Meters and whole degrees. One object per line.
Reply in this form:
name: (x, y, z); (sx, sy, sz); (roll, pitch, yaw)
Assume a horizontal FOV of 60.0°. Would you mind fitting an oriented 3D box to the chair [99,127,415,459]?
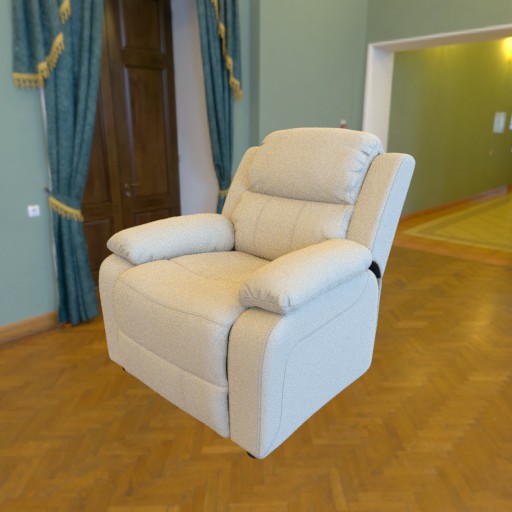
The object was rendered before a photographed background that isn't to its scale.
chair: (0.000, 0.000, 1.269); (0.680, 0.702, 0.709); (15, 22, 41)
